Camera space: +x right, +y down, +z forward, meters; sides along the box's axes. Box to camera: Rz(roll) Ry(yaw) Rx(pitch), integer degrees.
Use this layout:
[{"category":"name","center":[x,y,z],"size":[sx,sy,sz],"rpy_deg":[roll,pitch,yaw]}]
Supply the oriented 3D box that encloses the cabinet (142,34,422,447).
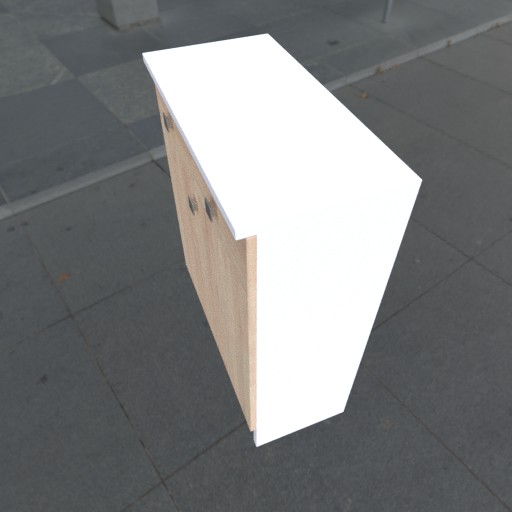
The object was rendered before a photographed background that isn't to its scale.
[{"category":"cabinet","center":[0.000,0.000,1.110],"size":[0.296,0.815,0.600],"rpy_deg":[-16,49,-14]}]
